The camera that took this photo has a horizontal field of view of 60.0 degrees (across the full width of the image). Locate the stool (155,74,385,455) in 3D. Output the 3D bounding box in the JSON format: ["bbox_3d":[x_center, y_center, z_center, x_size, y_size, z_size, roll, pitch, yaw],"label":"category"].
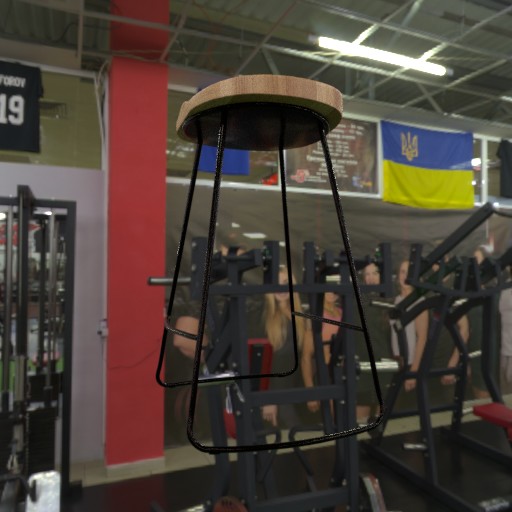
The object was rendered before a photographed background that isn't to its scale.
[{"bbox_3d":[0.000,0.000,1.007,0.401,0.679,0.480,0,-1,-20],"label":"stool"}]
